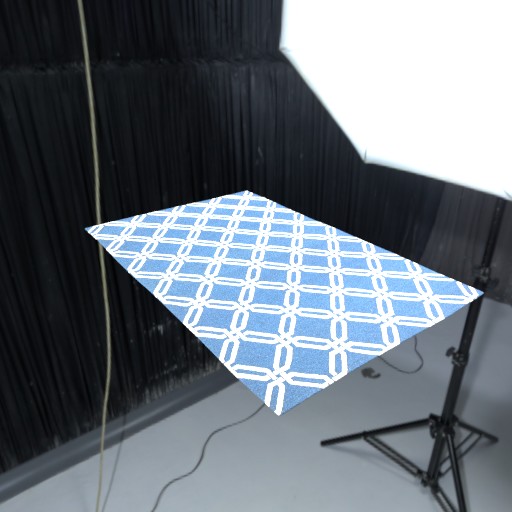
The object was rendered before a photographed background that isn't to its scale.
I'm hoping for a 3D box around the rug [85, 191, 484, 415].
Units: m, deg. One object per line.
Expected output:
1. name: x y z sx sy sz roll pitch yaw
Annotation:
1. rug: 0.000 0.000 2.216 1.153 0.010 1.755 -19 32 -33
